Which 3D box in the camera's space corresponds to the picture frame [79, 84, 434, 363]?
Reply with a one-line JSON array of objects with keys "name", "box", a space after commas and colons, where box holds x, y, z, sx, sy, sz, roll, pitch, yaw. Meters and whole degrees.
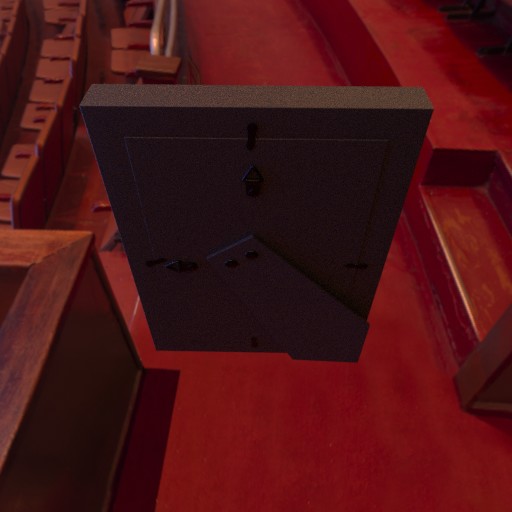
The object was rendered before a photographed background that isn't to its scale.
[{"name": "picture frame", "box": [0.000, 0.000, 0.277, 0.157, 0.208, 0.028, 1, 47, 1]}]
